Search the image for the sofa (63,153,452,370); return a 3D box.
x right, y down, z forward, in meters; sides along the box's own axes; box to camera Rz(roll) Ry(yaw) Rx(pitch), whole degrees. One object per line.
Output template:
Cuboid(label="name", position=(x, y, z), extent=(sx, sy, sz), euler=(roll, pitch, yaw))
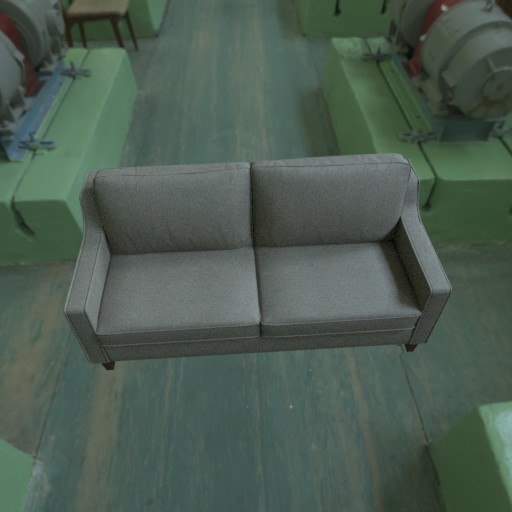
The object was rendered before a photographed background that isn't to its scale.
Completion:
Cuboid(label="sofa", position=(0.000, 0.000, 2.917), extent=(2.181, 1.074, 1.073), euler=(-3, 47, -3))
